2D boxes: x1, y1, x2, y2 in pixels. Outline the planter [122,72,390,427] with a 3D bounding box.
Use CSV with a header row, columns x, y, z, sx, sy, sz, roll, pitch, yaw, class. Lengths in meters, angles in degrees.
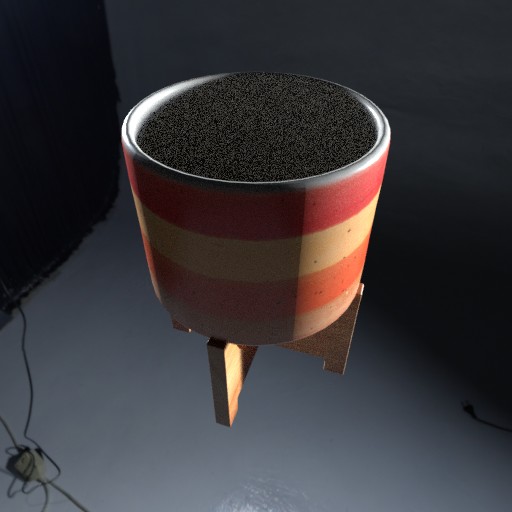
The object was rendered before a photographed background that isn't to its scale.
x,y,z,sx,sy,sz,roll,pitch,yaw,class
0.000,0.000,0.407,0.199,0.268,0.199,0,41,0,planter
